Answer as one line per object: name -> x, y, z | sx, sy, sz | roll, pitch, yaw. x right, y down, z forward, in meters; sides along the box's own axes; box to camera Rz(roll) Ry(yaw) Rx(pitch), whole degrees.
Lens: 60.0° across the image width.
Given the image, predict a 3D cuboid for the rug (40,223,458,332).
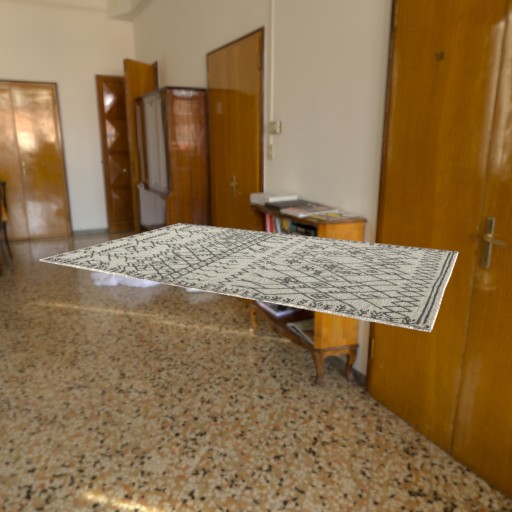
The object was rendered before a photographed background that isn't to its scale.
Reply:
rug -> 0.000, 0.000, 4.760 | 3.824, 0.019, 2.393 | 7, 16, 27
